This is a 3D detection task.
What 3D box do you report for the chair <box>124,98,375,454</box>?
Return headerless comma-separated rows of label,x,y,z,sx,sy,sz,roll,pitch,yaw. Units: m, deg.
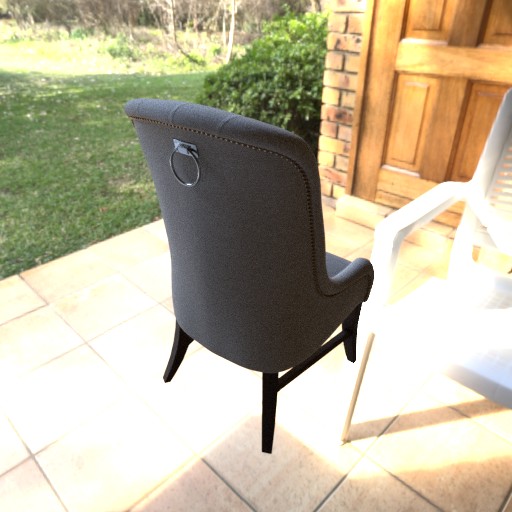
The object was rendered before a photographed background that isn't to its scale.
chair,0.000,0.000,1.504,0.634,1.091,0.629,22,38,32
